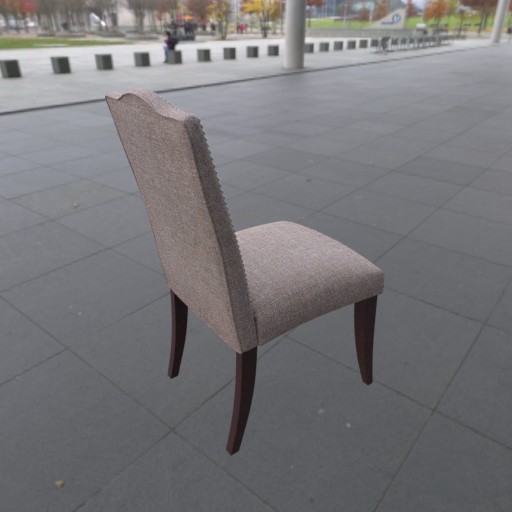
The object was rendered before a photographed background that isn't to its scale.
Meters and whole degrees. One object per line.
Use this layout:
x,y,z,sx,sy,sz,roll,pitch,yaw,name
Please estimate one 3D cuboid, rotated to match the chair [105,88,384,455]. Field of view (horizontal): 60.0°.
0.000,0.000,1.362,0.660,1.016,0.513,-19,33,-31,chair
